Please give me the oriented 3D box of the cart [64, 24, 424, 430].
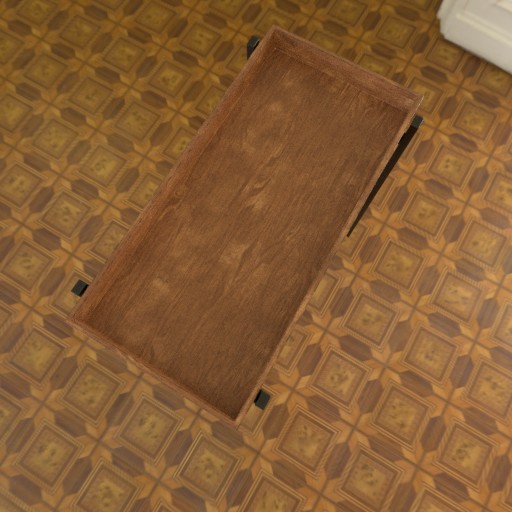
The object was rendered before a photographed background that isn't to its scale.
[{"bbox_3d":[0.000,0.000,1.236,0.411,0.800,0.750,29,76,8],"label":"cart"}]
